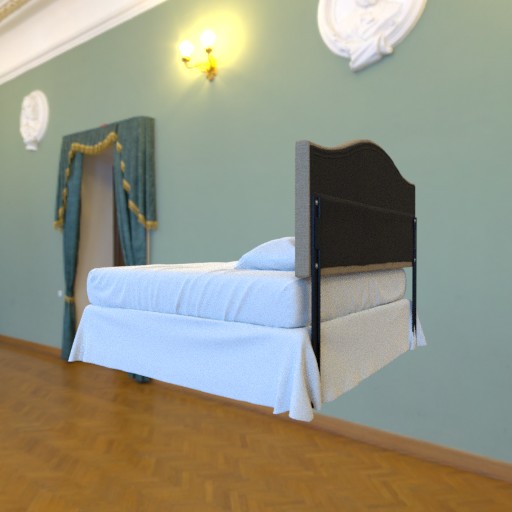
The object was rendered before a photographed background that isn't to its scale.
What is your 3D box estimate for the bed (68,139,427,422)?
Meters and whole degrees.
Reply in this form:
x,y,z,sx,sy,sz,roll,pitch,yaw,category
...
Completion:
x,y,z,sx,sy,sz,roll,pitch,yaw,category
0.000,0.000,3.753,2.222,1.651,2.311,1,1,36,bed
